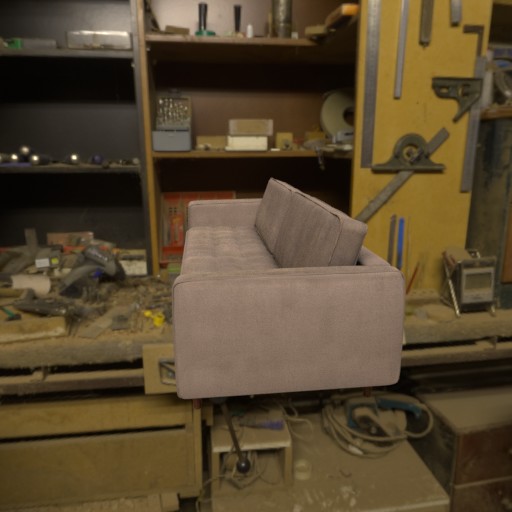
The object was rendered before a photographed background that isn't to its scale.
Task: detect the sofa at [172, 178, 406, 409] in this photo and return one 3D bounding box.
[{"bbox_3d":[0.000,0.000,2.772,0.923,0.813,2.295,-2,15,-7],"label":"sofa"}]
